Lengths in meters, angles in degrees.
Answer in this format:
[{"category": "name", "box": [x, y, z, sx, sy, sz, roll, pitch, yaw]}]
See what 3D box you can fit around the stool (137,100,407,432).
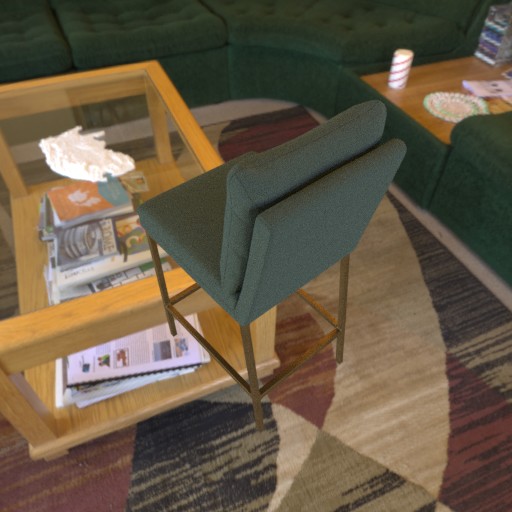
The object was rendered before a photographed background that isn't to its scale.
[{"category": "stool", "box": [0.000, 0.000, 1.366, 0.463, 1.032, 0.568, -32, 54, -27]}]
